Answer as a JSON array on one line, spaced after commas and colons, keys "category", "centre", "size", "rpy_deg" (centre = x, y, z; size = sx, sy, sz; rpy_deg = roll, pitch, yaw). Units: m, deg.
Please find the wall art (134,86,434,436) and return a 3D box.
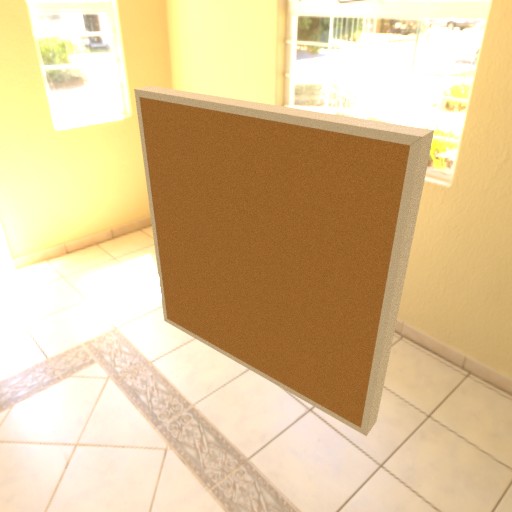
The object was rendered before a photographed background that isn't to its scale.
[{"category": "wall art", "centre": [0.000, 0.000, 0.465], "size": [0.304, 0.304, 0.024], "rpy_deg": [21, 36, 32]}]
